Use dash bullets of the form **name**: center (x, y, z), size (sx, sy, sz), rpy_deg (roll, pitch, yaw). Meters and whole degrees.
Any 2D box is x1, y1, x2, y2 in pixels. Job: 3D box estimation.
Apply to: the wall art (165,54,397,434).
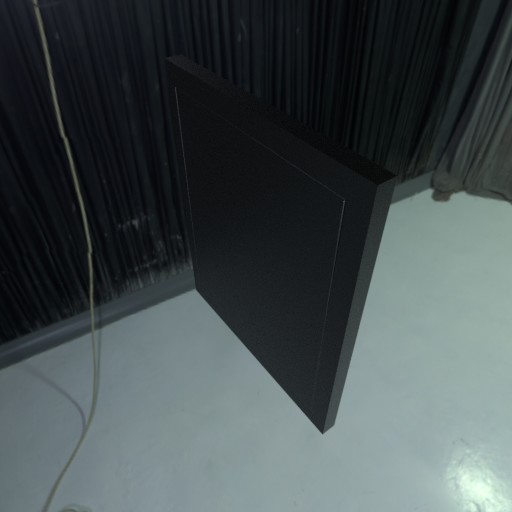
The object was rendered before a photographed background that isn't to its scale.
- **wall art**: center (0.000, 0.000, 0.788), size (0.031, 0.558, 0.461), rpy_deg (-27, 49, -26)
